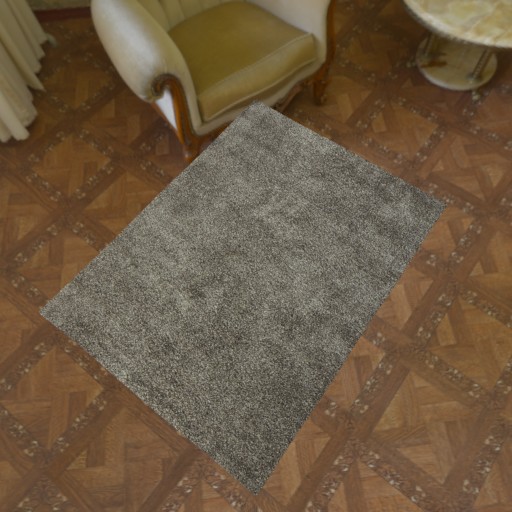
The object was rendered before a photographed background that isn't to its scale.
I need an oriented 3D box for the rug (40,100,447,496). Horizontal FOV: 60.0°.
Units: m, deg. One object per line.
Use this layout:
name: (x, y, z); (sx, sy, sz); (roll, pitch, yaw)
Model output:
rug: (0.000, 0.000, 2.091); (1.198, 0.025, 1.601); (34, 68, 16)
